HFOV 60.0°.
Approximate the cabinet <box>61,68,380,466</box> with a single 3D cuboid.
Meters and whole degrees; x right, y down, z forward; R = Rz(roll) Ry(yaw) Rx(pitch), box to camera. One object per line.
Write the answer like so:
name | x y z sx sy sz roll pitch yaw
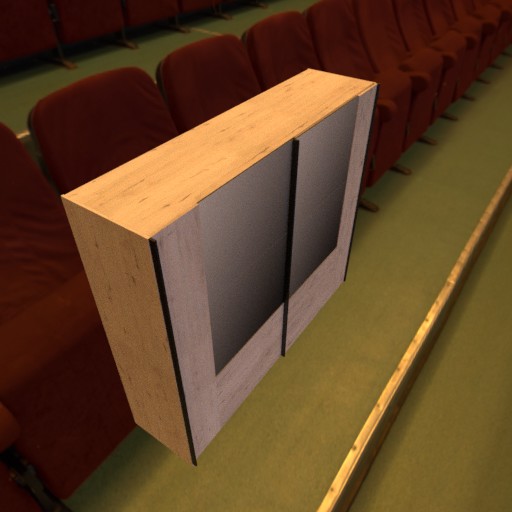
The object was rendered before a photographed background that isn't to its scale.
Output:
cabinet | 0.000 0.000 3.581 0.660 2.180 2.500 24 46 26
